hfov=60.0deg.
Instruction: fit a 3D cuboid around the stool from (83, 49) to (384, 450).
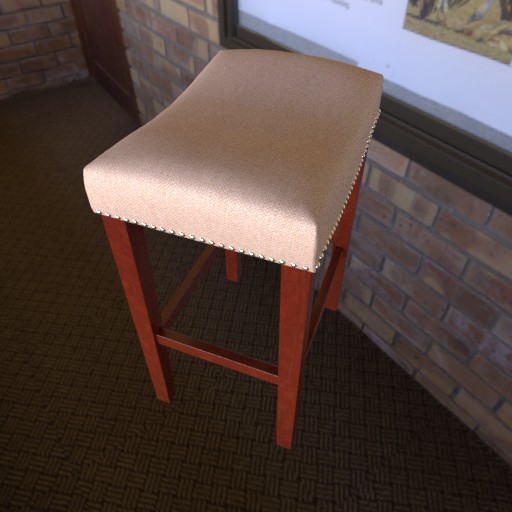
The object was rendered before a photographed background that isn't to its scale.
[{"bbox_3d":[0.000,0.000,1.004,0.372,0.742,0.504,15,47,15],"label":"stool"}]
